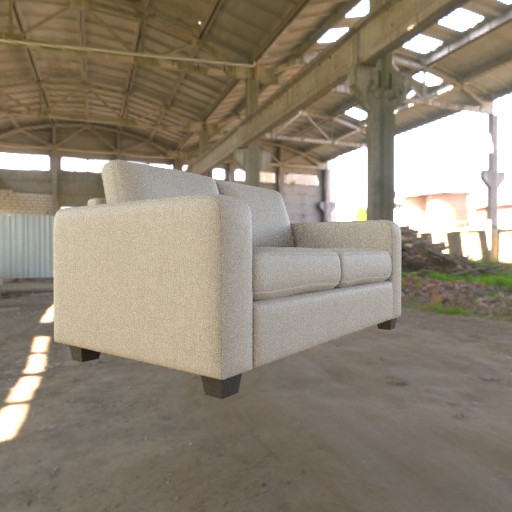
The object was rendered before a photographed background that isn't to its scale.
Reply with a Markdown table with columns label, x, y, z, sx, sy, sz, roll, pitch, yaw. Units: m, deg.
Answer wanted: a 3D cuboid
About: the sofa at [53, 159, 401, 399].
| label | x | y | z | sx | sy | sz | roll | pitch | yaw |
| --- | --- | --- | --- | --- | --- | --- | --- | --- | --- |
| sofa | 0.000 | 0.000 | 2.097 | 0.900 | 0.800 | 1.540 | 1 | 1 | 36 |
